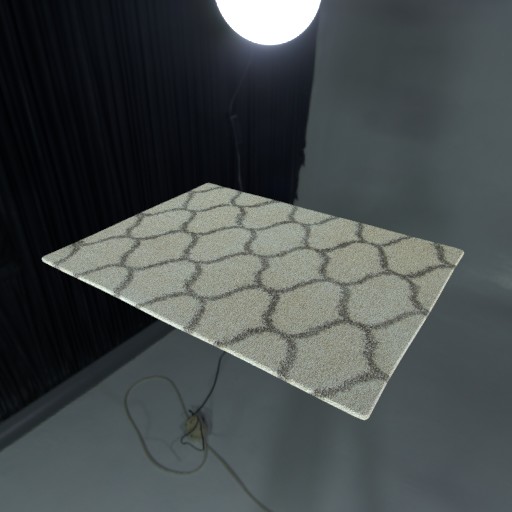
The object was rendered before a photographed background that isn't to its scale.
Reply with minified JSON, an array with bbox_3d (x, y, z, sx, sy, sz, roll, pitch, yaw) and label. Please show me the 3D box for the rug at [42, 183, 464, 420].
[{"bbox_3d":[0.000,0.000,2.088,1.600,0.025,1.200,19,35,30],"label":"rug"}]
